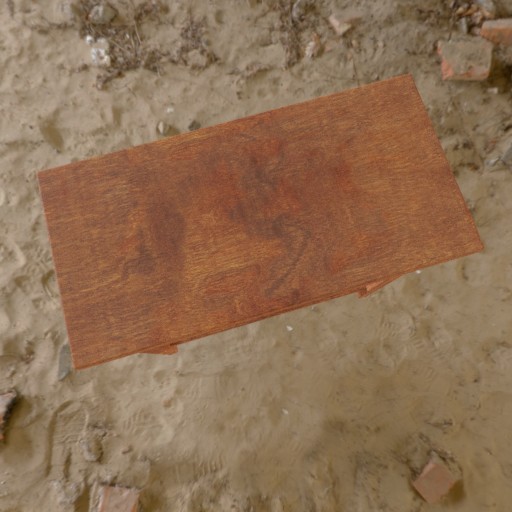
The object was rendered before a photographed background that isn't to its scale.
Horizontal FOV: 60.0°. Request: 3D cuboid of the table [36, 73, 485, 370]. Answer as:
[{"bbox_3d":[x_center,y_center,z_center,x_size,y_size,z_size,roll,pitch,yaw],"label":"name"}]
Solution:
[{"bbox_3d":[0.000,0.000,0.957,0.610,0.610,0.305,-16,77,-4],"label":"table"}]
